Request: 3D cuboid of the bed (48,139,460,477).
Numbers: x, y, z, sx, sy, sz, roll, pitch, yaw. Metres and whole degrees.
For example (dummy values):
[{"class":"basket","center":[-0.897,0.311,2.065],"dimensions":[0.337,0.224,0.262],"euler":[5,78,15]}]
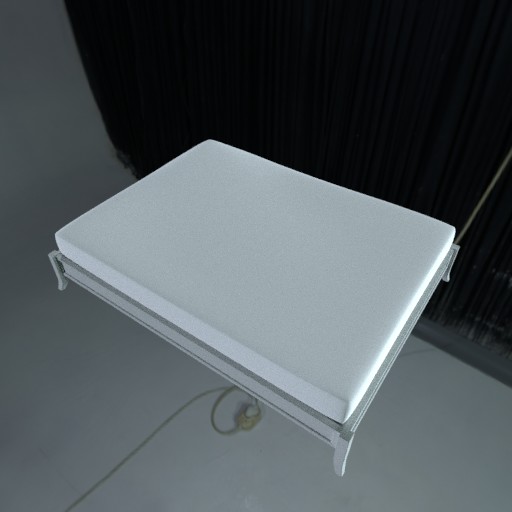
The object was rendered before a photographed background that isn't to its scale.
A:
[{"class":"bed","center":[0.000,0.000,2.834],"dimensions":[2.108,0.510,1.604],"euler":[25,47,26]}]
